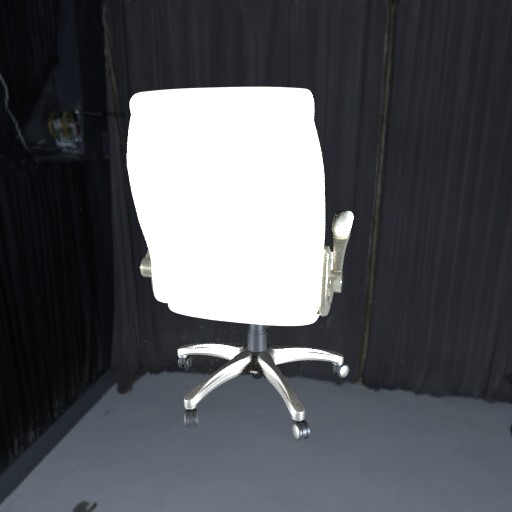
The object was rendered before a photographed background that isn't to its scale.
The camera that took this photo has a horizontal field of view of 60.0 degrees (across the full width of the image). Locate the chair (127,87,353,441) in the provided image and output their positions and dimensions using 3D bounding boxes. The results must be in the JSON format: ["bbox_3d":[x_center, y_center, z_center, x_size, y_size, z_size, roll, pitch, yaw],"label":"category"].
[{"bbox_3d":[0.000,0.000,1.643,0.740,1.110,0.794,3,16,10],"label":"chair"}]
